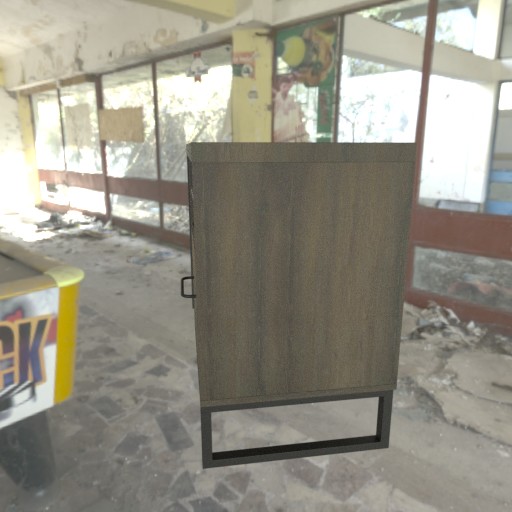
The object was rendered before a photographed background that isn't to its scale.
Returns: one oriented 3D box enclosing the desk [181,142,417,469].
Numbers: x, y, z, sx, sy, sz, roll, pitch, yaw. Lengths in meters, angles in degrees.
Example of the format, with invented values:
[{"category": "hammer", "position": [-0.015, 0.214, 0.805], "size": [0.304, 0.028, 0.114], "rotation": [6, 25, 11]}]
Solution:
[{"category": "desk", "position": [0.000, 0.000, 1.531], "size": [0.511, 0.752, 1.134], "rotation": [-2, 14, -9]}]
